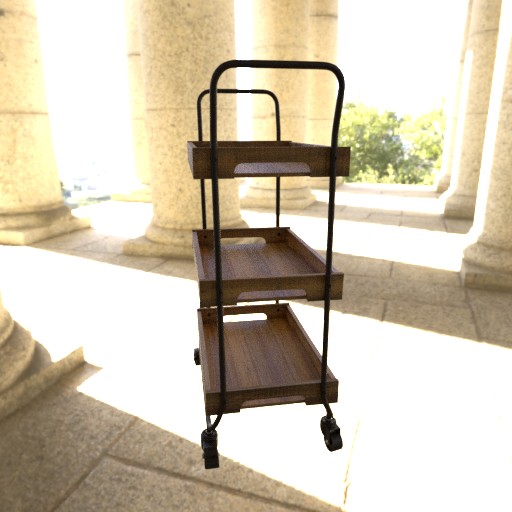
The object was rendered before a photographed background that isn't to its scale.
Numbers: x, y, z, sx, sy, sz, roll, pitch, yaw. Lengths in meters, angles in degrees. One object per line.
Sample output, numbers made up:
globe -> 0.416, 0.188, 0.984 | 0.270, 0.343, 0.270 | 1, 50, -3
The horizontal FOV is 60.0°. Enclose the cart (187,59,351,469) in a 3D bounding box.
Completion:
cart -> 0.000, 0.000, 1.147 | 0.339, 0.857, 0.583 | -3, 16, -9
